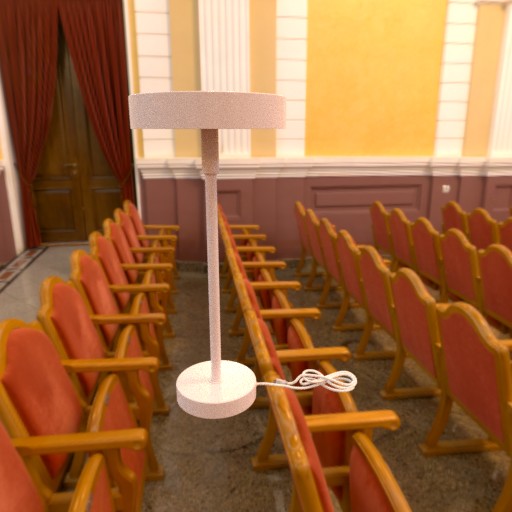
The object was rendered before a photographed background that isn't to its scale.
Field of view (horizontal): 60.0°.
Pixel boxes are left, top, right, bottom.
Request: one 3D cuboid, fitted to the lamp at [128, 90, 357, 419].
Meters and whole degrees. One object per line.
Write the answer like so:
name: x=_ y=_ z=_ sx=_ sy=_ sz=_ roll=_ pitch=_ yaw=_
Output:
lamp: x=0.000 y=0.000 z=0.729 sx=0.369 sy=0.508 sz=0.229 roll=-2 pitch=16 yaw=-7
